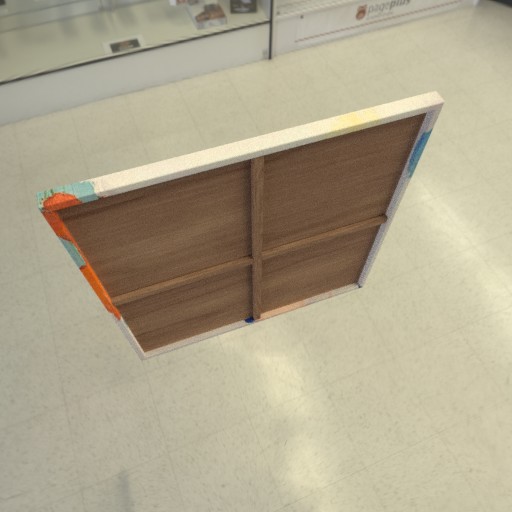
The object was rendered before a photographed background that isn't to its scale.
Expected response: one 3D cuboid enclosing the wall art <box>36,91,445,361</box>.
[{"bbox_3d":[0.000,0.000,1.192,0.814,0.814,0.037,-17,60,-10],"label":"wall art"}]
